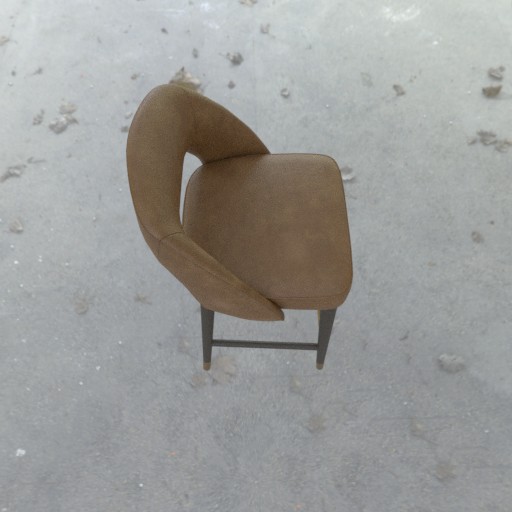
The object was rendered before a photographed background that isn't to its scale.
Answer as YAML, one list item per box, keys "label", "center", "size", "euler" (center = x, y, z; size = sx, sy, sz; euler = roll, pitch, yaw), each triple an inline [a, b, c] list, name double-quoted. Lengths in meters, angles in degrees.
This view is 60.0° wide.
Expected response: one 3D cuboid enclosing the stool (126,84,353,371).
- label: "stool"
  center: [0.000, 0.000, 1.330]
  size: [0.509, 1.037, 0.494]
  euler: [-1, 63, 0]
